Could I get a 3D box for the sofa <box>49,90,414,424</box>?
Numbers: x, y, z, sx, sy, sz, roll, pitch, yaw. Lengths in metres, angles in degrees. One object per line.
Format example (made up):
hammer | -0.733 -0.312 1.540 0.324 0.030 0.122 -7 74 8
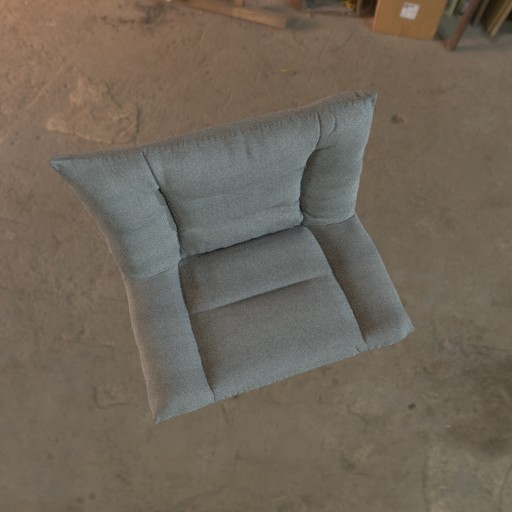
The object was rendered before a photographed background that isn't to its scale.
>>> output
sofa | 0.000 0.000 1.672 1.144 0.795 0.847 -16 64 -8
